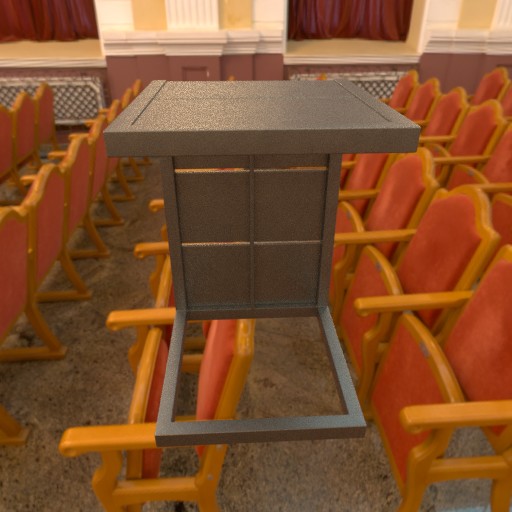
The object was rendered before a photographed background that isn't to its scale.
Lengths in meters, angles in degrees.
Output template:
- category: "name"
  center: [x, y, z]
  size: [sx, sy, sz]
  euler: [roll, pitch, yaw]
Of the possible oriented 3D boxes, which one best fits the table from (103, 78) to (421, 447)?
- category: "table"
  center: [0.000, 0.000, 0.893]
  size: [0.405, 0.609, 0.420]
  euler: [-2, 30, -3]
